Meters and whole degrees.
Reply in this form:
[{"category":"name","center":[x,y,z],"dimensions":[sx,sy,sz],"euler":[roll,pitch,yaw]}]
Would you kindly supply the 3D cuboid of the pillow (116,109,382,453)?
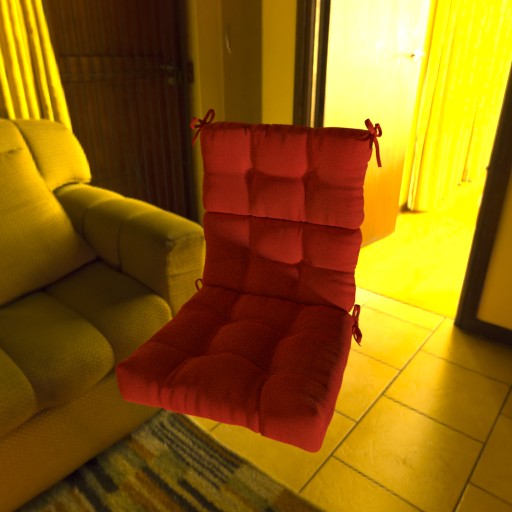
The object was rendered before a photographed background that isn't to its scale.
[{"category":"pillow","center":[0.000,0.000,1.060],"dimensions":[0.519,0.605,0.571],"euler":[9,26,18]}]
